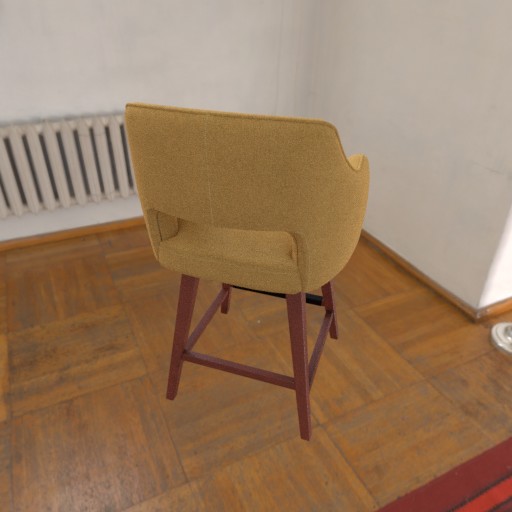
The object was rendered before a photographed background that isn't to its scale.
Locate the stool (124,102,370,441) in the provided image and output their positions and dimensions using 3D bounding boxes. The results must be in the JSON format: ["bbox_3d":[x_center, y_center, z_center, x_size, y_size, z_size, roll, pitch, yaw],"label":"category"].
[{"bbox_3d":[0.000,0.000,1.248,0.548,0.924,0.558,11,34,16],"label":"stool"}]
